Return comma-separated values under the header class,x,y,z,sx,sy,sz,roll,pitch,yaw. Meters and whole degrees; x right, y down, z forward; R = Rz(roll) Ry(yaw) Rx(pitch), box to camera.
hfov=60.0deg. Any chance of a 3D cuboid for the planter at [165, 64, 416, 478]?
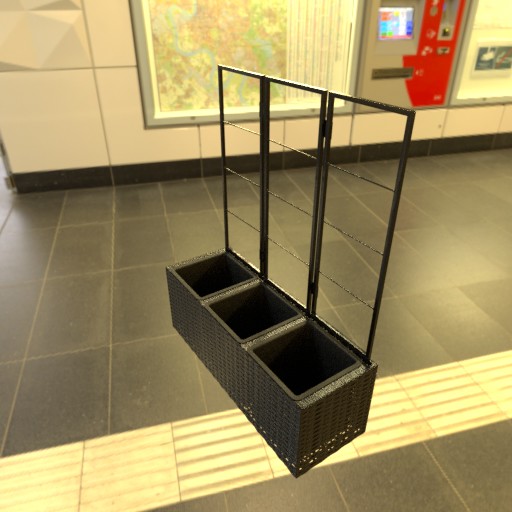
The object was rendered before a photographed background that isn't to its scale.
class,x,y,z,sx,sy,sz,roll,pitch,yaw
planter,0.000,0.000,1.164,0.244,0.841,0.698,-19,36,-29
